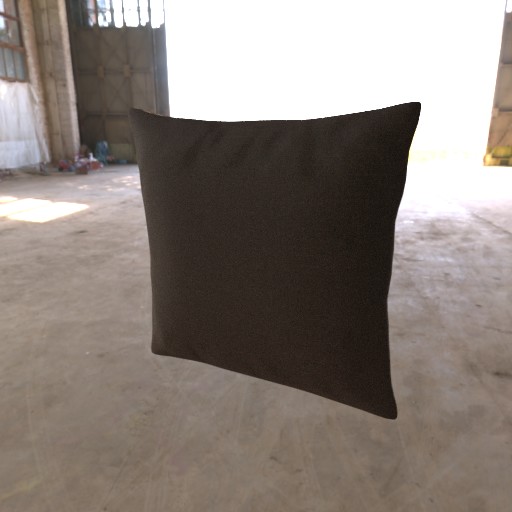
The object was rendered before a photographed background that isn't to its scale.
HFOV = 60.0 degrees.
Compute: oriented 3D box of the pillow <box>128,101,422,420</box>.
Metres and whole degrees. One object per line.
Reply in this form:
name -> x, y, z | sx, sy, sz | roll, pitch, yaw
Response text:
pillow -> 0.000, 0.000, 0.781 | 0.523, 0.506, 0.166 | 8, 18, 26
